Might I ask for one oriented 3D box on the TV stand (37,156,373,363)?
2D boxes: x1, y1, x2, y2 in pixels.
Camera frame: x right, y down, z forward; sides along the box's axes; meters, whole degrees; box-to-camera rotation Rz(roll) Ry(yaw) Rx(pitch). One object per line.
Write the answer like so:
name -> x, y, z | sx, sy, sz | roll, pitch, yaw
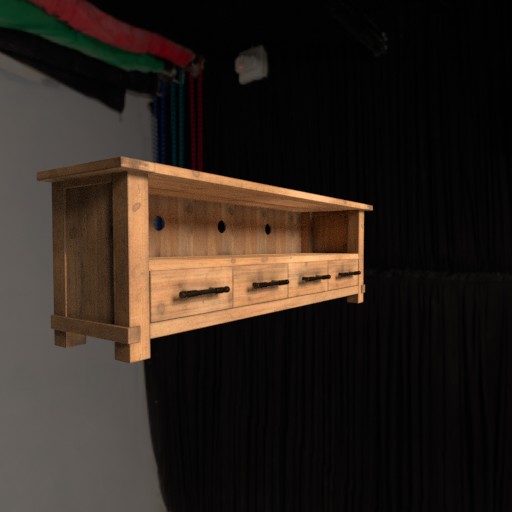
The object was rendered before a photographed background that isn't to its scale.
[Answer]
TV stand -> 0.000, 0.000, 2.039 | 0.453, 0.573, 1.804 | 1, 2, 36
